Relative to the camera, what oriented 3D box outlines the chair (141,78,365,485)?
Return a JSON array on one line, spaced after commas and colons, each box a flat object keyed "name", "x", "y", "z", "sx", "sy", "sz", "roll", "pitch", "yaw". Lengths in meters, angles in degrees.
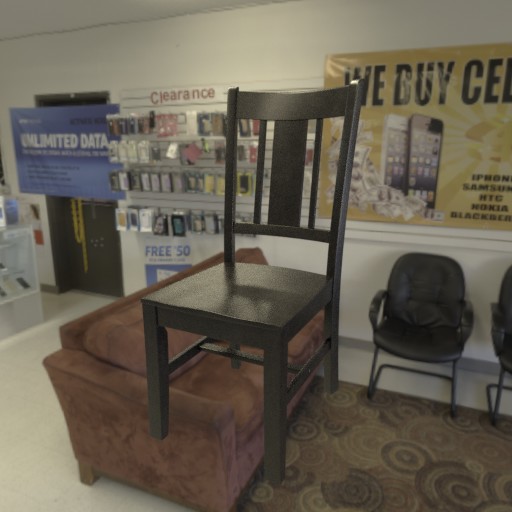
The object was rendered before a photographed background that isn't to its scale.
[{"name": "chair", "x": 0.000, "y": 0.000, "z": 1.289, "sx": 0.450, "sy": 0.998, "sz": 0.555, "roll": 7, "pitch": 16, "yaw": 26}]
